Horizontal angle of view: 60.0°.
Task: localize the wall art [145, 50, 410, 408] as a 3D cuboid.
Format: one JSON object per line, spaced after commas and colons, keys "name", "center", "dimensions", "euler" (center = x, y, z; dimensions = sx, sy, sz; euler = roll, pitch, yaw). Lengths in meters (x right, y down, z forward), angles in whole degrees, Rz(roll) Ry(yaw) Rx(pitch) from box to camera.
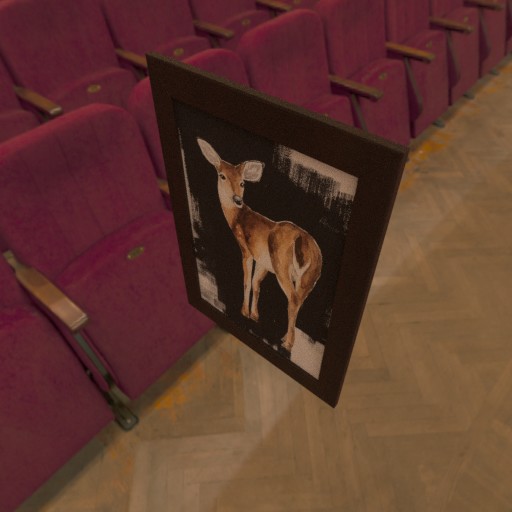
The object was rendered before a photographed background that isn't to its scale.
{"name": "wall art", "center": [0.000, 0.000, 0.665], "dimensions": [0.359, 0.508, 0.013], "euler": [31, 53, 27]}
